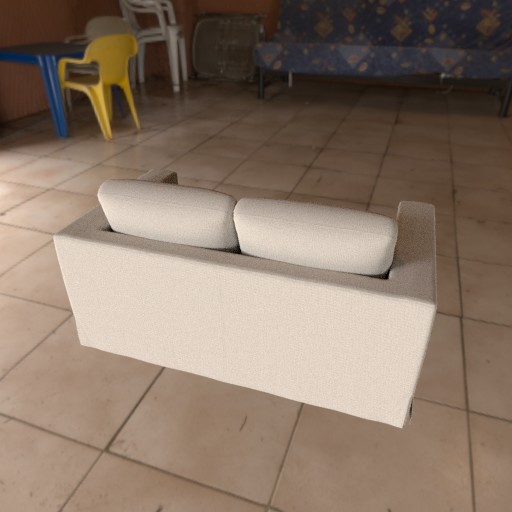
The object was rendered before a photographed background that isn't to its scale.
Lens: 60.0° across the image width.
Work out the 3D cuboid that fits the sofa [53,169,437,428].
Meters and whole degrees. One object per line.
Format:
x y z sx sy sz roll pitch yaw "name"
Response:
0.000 0.000 2.434 1.813 0.932 1.009 10 33 16 "sofa"
